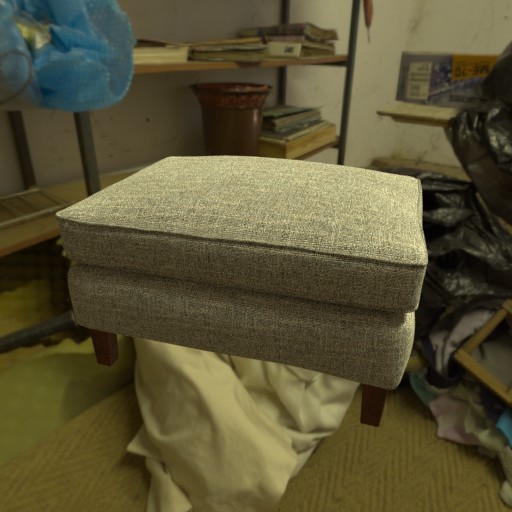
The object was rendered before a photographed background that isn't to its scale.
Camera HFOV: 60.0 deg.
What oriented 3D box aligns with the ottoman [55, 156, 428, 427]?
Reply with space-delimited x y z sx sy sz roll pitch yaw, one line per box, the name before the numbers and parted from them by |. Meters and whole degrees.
ottoman | 0.000 0.000 1.001 0.686 0.406 0.508 8 28 15
